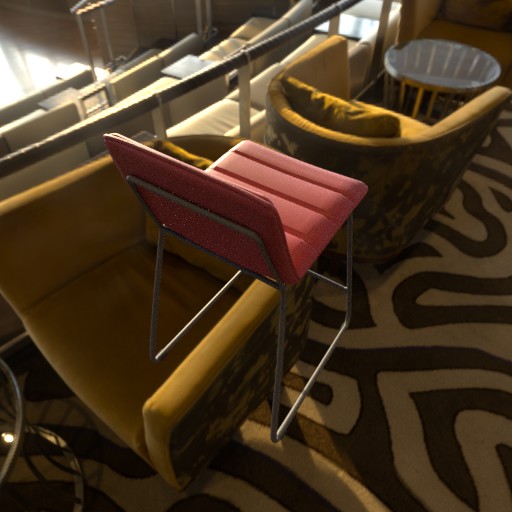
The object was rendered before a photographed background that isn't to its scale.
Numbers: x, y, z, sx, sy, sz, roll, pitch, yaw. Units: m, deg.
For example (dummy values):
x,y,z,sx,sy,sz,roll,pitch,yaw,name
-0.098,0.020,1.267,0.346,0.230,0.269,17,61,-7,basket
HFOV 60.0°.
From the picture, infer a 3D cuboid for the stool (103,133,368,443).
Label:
x,y,z,sx,sy,sz,roll,pitch,yaw,name
0.000,0.000,1.202,0.489,0.866,0.524,26,52,23,stool
